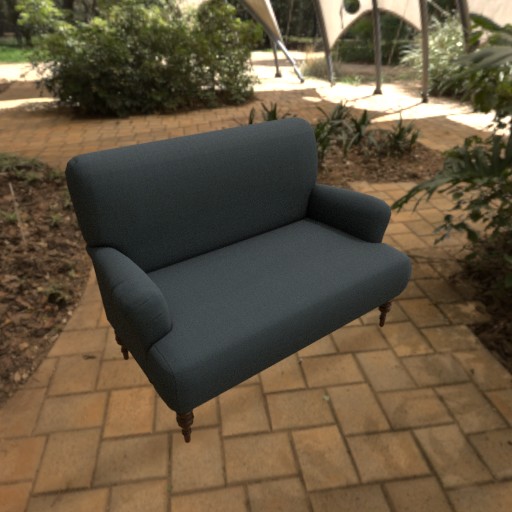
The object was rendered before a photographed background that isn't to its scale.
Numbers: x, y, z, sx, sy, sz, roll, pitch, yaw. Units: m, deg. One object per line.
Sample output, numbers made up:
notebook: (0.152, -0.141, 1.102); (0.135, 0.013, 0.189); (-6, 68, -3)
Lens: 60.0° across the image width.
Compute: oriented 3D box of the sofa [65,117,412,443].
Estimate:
sofa: (0.000, 0.000, 1.868); (1.297, 0.889, 0.779); (-21, 35, -32)
